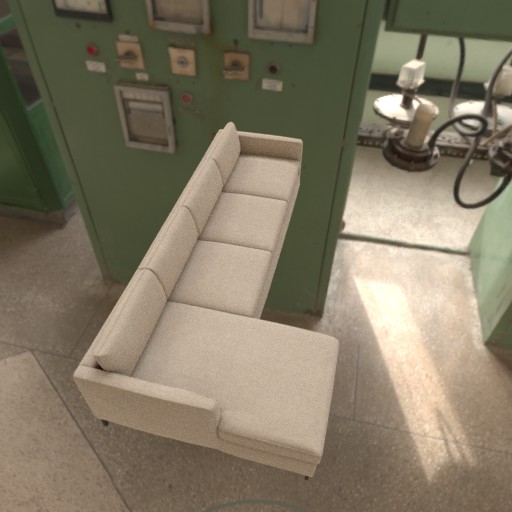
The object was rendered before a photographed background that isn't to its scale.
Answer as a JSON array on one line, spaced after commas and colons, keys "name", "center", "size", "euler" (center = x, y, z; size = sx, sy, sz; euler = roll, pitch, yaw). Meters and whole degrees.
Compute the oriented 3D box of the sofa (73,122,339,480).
[{"name": "sofa", "center": [0.000, 0.000, 3.539], "size": [1.469, 0.816, 2.923], "euler": [10, 46, 10]}]
